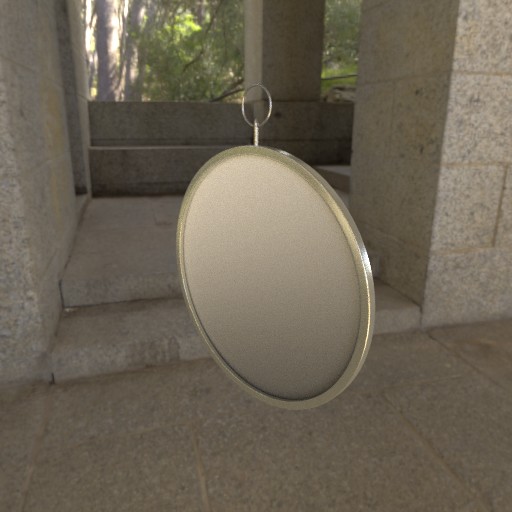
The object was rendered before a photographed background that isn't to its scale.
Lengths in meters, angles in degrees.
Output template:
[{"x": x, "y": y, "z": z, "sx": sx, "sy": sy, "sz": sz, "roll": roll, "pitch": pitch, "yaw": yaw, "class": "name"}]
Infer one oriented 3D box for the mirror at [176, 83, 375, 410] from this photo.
[{"x": 0.000, "y": 0.000, "z": 0.981, "sx": 0.020, "sy": 0.713, "sz": 0.594, "roll": -16, "pitch": 23, "yaw": -42, "class": "mirror"}]
